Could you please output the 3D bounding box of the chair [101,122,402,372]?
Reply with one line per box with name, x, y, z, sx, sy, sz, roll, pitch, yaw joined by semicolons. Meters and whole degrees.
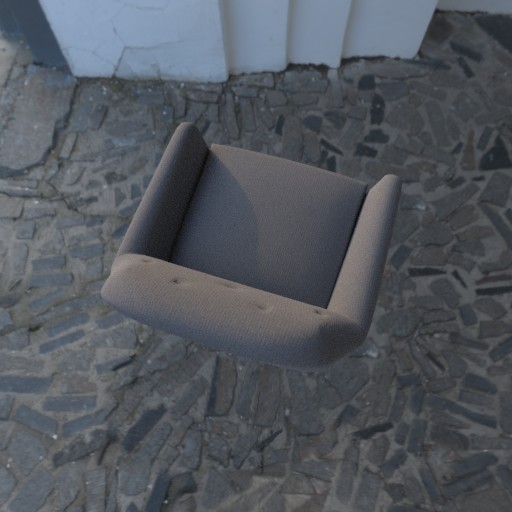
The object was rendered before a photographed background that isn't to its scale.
chair;0.000;0.000;1.422;0.770;0.800;0.779;16;67;7
